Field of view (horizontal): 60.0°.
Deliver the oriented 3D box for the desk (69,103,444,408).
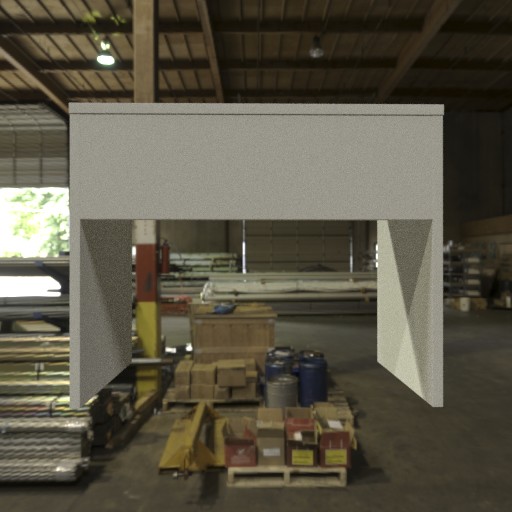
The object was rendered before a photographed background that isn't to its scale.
[{"bbox_3d":[0.000,0.000,1.310,0.900,0.729,0.498,0,0,-1],"label":"desk"}]
